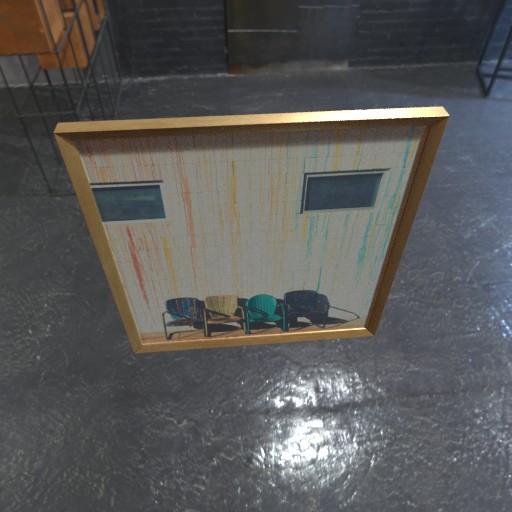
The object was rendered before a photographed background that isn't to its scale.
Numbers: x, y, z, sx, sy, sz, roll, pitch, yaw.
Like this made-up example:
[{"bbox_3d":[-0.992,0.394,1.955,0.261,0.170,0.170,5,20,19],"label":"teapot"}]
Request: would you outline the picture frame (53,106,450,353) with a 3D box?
[{"bbox_3d":[0.000,0.000,1.130,0.758,0.761,0.037,-4,46,-3],"label":"picture frame"}]
